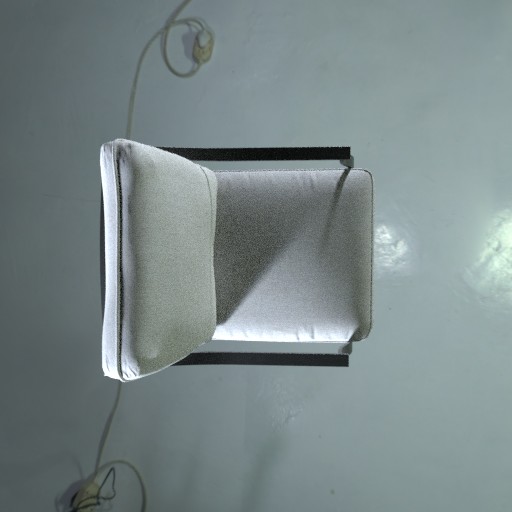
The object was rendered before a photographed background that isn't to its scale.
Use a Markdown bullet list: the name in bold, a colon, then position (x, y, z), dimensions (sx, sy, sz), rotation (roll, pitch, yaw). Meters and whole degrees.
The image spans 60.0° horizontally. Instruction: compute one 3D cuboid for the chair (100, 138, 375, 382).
- **chair**: position (0.000, 0.000, 1.434), dimensions (0.787, 0.860, 0.650), rotation (0, 92, 0)
